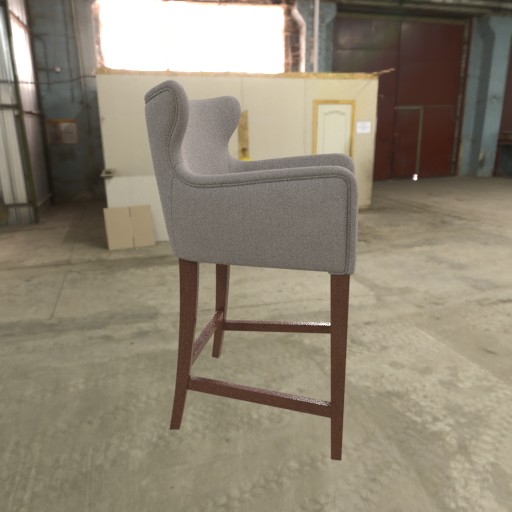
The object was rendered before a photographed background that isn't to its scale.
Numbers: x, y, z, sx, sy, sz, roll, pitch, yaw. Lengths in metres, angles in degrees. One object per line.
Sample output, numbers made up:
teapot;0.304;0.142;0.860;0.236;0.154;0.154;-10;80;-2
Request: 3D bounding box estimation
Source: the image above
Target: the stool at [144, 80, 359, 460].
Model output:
stool;0.000;0.000;1.342;0.575;0.951;0.575;3;16;11
